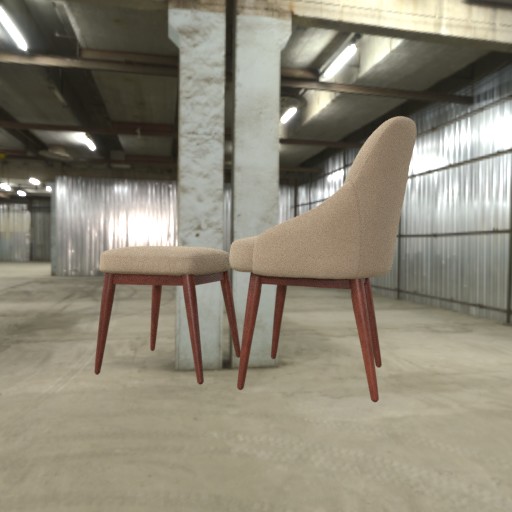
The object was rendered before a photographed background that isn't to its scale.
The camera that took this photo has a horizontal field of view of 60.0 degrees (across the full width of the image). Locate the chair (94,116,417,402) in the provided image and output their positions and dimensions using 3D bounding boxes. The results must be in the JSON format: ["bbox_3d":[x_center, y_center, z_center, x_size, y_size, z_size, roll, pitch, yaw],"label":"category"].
[{"bbox_3d":[0.000,0.000,1.642,1.114,0.866,0.584,0,1,17],"label":"chair"}]
